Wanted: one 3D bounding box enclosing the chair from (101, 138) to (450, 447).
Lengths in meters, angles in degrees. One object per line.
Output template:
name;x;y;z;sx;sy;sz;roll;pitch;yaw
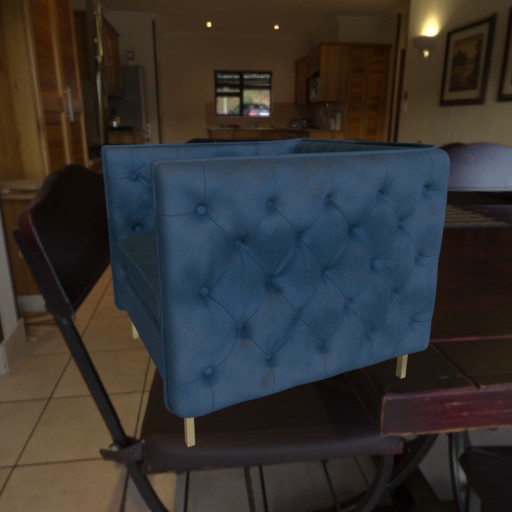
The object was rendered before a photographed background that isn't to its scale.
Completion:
chair;0.000;0.000;1.546;0.877;0.771;0.868;-8;18;-25
